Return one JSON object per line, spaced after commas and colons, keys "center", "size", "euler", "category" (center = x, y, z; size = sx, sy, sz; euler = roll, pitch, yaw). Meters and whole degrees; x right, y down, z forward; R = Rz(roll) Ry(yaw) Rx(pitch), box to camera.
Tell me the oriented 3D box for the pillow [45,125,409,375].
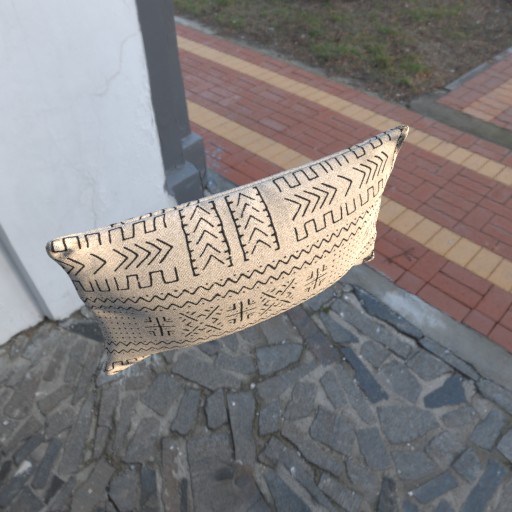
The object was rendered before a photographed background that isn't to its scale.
{"center": [0.000, 0.000, 0.808], "size": [0.637, 0.352, 0.188], "euler": [-22, 50, -19], "category": "pillow"}
